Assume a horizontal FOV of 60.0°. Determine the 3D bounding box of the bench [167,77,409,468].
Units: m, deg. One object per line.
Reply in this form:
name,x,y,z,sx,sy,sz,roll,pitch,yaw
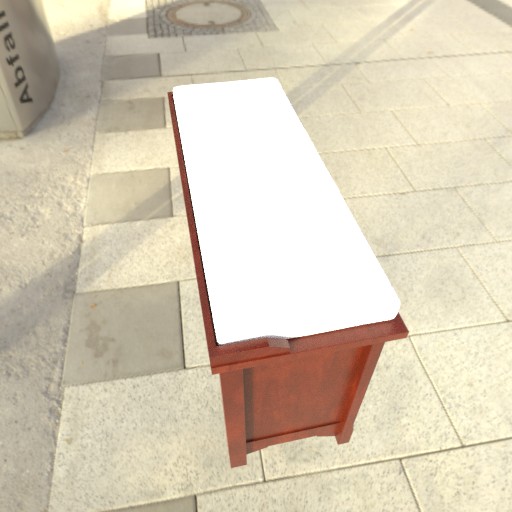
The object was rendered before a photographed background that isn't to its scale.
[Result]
bench,0.000,0.000,1.315,0.369,0.646,0.987,-9,47,-8
